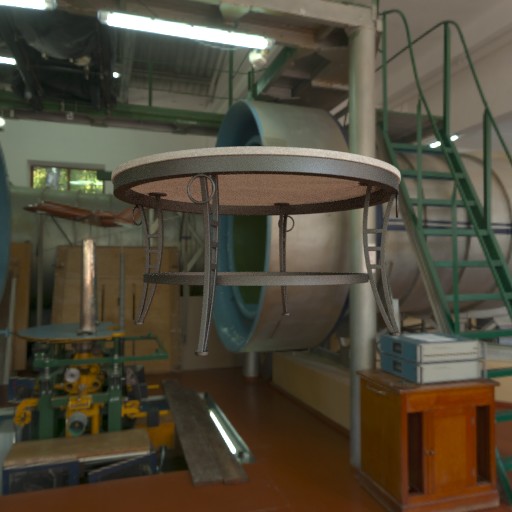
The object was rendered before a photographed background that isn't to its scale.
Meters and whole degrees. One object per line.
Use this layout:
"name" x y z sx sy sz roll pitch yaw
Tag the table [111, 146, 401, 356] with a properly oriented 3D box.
"table" 0.000 0.000 1.428 0.889 0.470 0.889 0 -1 0
